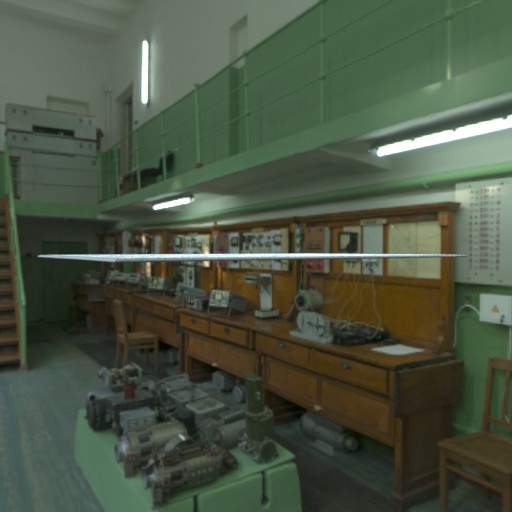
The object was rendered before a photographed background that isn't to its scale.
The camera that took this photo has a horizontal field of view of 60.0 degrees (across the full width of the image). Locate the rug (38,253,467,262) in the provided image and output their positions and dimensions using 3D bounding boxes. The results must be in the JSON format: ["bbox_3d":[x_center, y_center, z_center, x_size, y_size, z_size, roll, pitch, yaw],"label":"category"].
[{"bbox_3d":[0.000,0.000,3.394,2.746,0.018,1.819,-1,1,-35],"label":"rug"}]
